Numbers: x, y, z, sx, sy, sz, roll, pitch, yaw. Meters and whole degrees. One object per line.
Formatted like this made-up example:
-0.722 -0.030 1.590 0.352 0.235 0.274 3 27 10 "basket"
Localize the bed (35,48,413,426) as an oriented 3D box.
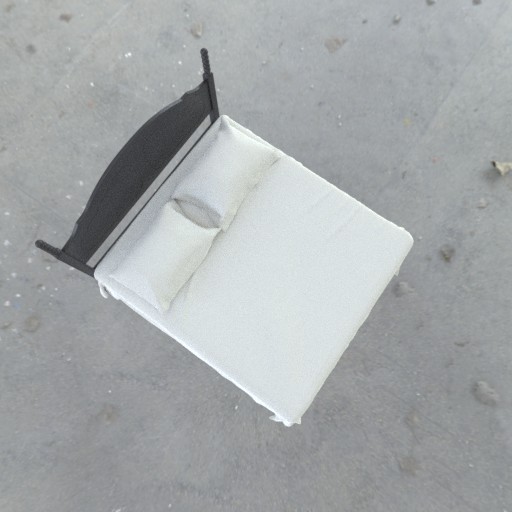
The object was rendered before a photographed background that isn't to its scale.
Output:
0.000 0.000 3.254 2.040 1.356 1.873 35 79 8 "bed"
